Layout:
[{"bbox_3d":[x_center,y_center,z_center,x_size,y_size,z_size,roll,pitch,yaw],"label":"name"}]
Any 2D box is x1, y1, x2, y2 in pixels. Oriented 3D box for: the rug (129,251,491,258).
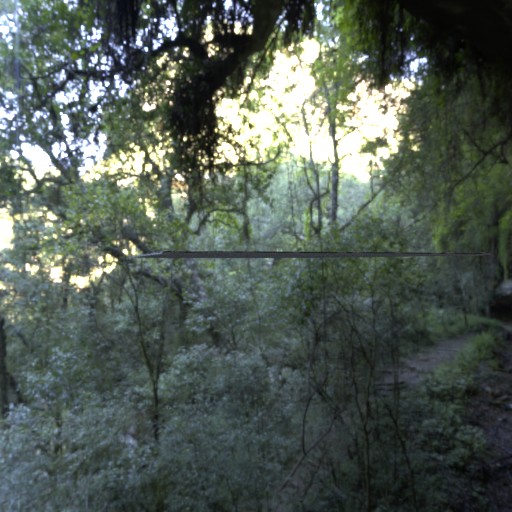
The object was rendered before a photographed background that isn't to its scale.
[{"bbox_3d":[0.000,0.000,2.088,1.072,0.013,1.698,0,-1,-19],"label":"rug"}]
